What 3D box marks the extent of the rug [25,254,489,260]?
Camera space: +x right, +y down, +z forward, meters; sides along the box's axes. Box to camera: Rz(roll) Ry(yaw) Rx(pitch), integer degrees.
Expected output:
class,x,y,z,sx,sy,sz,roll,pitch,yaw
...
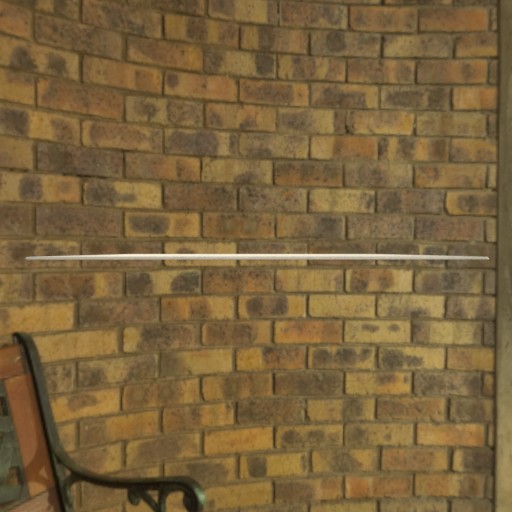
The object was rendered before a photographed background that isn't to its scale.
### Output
class,x,y,z,sx,sy,sz,roll,pitch,yaw
rug,0.000,0.000,4.032,2.976,0.018,2.430,0,1,-1
